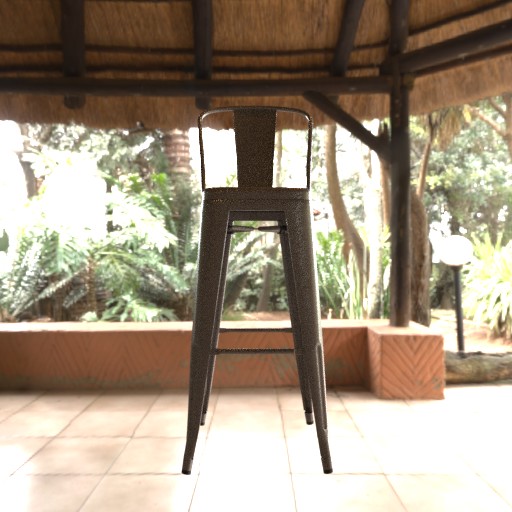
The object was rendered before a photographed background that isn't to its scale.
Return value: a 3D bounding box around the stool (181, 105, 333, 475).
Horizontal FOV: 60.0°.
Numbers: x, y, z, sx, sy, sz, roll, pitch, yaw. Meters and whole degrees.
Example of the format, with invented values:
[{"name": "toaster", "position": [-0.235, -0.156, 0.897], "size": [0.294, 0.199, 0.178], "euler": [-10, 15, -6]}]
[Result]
[{"name": "stool", "position": [0.000, 0.000, 1.358], "size": [0.399, 1.096, 0.513], "euler": [0, 0, -1]}]
